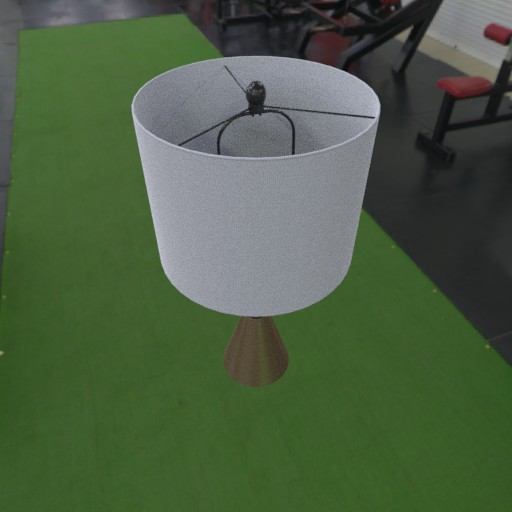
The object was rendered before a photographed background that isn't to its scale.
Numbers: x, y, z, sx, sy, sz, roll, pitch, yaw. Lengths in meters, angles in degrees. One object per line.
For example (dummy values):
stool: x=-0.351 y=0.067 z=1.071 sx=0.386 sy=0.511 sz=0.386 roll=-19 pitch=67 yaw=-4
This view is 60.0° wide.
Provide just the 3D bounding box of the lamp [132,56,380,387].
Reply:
lamp: x=0.000 y=0.000 z=0.731 sx=0.304 sy=0.573 sz=0.304 roll=-12 pitch=44 yaw=-13
